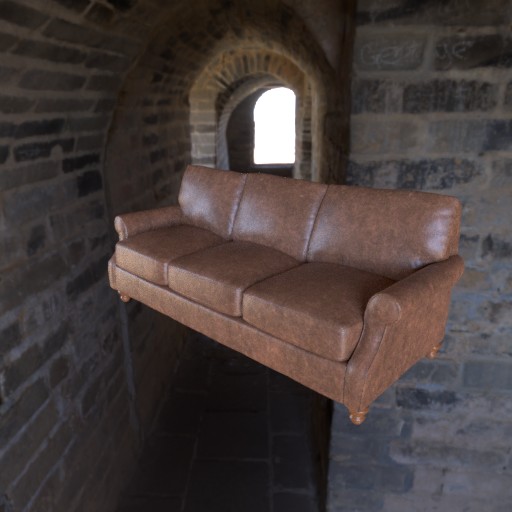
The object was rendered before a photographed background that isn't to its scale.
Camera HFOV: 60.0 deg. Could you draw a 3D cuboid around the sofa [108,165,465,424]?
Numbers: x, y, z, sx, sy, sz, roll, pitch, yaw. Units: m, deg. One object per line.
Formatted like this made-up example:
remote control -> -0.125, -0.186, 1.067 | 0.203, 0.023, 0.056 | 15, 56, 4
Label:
sofa -> 0.000, 0.000, 2.861 | 2.351, 0.977, 0.973 | 16, 24, 41
